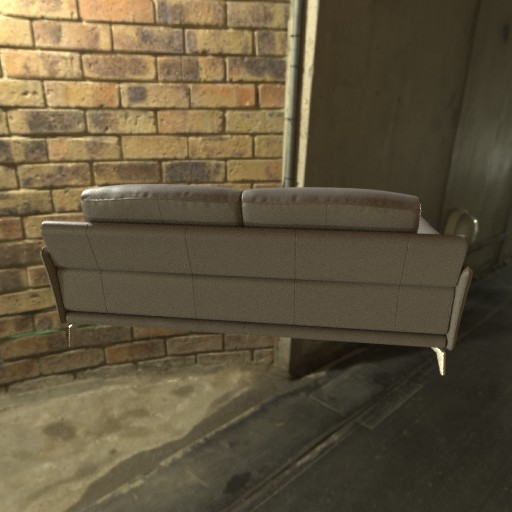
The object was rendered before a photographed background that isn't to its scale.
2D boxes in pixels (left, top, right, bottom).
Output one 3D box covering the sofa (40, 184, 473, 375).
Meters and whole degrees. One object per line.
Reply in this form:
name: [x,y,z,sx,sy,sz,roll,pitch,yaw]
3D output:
sofa: [0.000,0.000,2.602,2.101,0.930,1.049,2,17,8]
